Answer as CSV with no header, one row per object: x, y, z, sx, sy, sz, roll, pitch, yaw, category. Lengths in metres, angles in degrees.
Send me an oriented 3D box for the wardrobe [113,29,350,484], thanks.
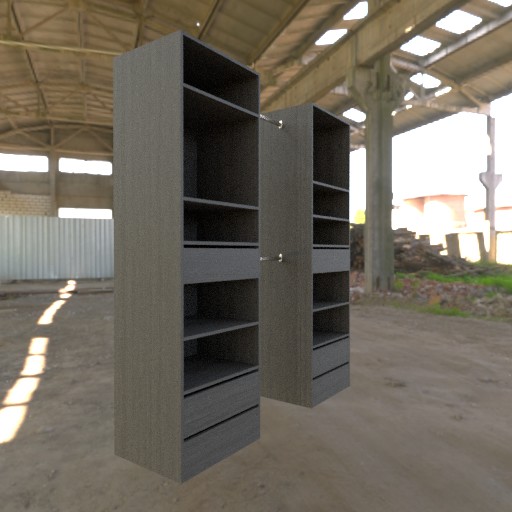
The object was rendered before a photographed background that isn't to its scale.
0.000,0.000,2.806,0.480,2.000,1.770,0,1,36,wardrobe
